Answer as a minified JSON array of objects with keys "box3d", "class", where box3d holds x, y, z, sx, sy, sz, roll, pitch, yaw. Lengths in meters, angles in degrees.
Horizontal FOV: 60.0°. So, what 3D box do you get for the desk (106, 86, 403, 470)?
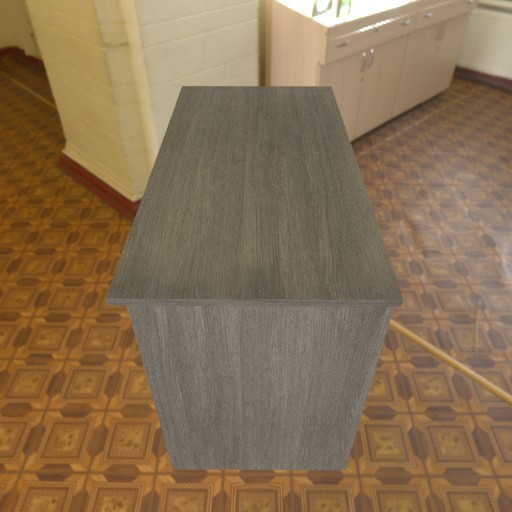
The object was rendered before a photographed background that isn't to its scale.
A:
[{"box3d":[0.000,0.000,1.488,0.560,0.735,1.097,0,41,0],"class":"desk"}]
